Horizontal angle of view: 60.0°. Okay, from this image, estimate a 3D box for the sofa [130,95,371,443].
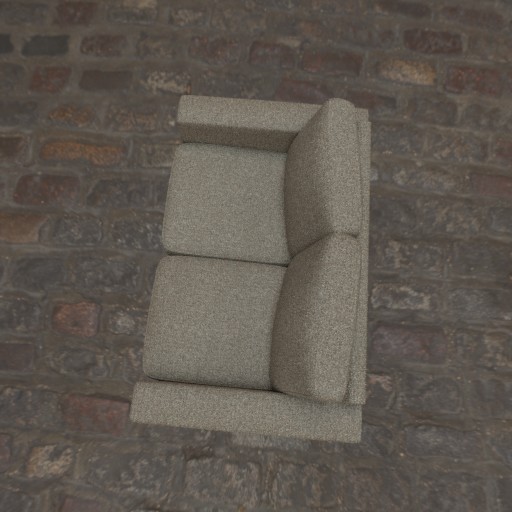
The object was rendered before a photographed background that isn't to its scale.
[{"bbox_3d":[0.000,0.000,2.187,1.016,0.873,1.616,5,74,1],"label":"sofa"}]
